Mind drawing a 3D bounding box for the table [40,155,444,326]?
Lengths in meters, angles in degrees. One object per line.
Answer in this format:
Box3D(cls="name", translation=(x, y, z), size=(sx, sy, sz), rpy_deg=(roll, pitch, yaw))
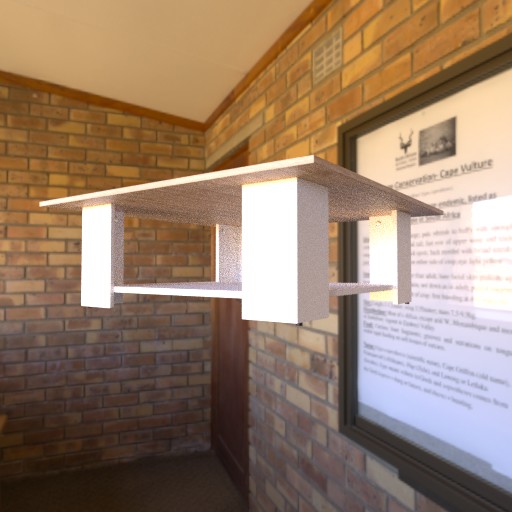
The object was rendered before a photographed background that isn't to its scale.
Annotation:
Box3D(cls="table", translation=(0.000, 0.000, 1.366), size=(0.890, 0.305, 0.890), rpy_deg=(-1, -2, 36))
